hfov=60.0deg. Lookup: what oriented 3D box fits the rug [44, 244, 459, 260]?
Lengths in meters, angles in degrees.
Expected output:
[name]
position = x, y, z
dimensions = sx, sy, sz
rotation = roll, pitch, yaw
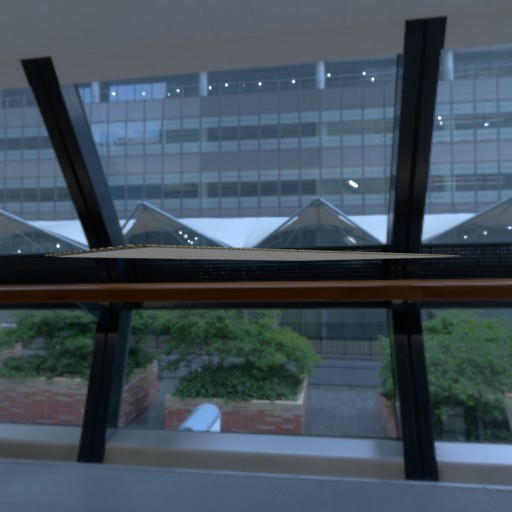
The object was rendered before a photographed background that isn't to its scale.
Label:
[rug]
position = 0.000, 0.000, 2.310
dimensions = 1.802, 0.008, 1.247
rotation = 1, -2, -36
